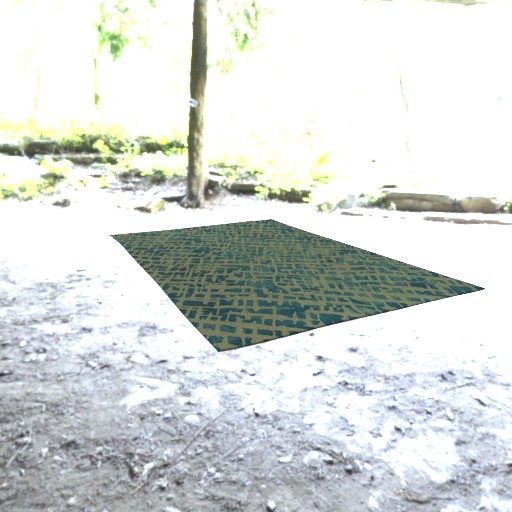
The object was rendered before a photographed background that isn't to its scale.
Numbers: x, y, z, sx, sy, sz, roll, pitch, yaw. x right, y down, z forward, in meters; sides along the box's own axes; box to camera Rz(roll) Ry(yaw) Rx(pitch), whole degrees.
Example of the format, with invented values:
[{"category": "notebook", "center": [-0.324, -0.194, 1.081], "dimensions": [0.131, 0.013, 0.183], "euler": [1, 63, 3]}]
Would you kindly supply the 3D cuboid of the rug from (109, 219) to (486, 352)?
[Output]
[{"category": "rug", "center": [0.000, 0.000, 2.360], "dimensions": [1.209, 0.011, 1.830], "euler": [-8, 17, -27]}]
